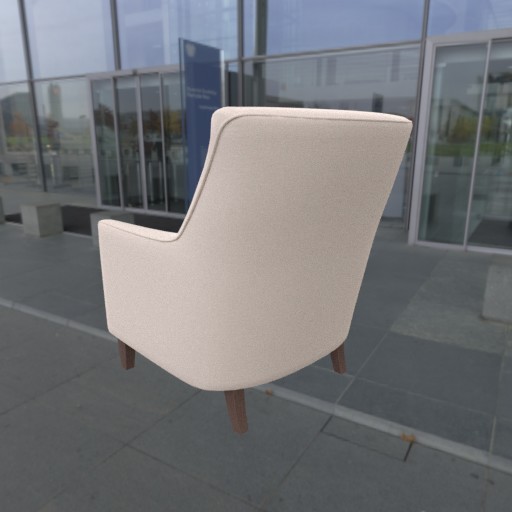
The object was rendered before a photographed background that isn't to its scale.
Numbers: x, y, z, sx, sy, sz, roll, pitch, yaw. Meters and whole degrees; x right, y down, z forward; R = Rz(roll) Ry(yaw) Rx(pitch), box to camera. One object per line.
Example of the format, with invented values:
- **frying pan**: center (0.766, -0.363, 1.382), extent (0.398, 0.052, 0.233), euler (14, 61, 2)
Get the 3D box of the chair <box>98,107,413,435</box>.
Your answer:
- **chair**: center (0.000, 0.000, 1.517), extent (0.756, 0.916, 0.879), euler (-14, 20, -42)
